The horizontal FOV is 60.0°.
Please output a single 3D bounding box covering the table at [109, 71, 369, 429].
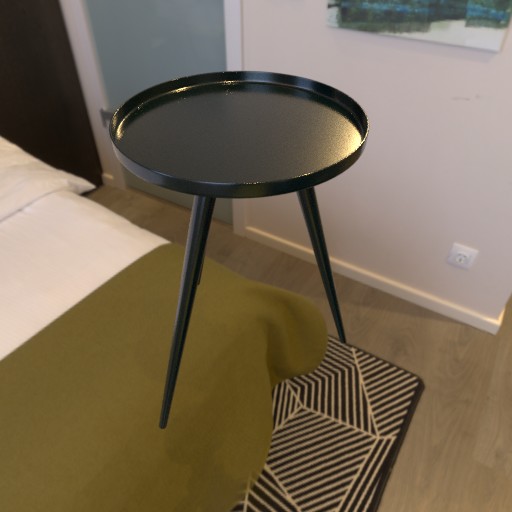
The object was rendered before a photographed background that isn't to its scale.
[{"bbox_3d":[0.000,0.000,0.825,0.415,0.548,0.403,1,41,1],"label":"table"}]
